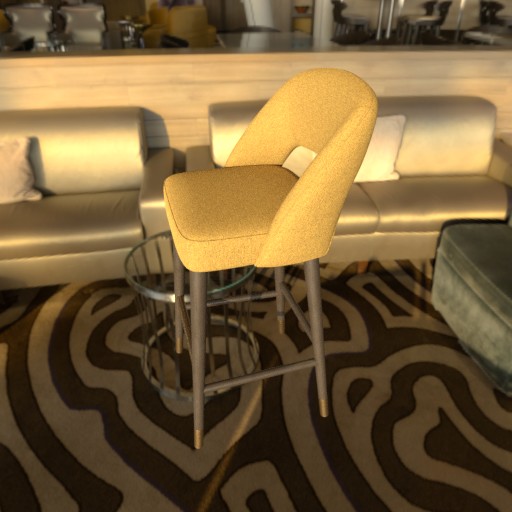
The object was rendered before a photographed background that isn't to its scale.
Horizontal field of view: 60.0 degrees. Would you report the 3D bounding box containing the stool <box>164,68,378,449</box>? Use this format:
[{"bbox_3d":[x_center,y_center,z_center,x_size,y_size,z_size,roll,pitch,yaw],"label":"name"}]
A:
[{"bbox_3d":[0.000,0.000,1.348,0.522,1.032,0.536,-8,32,-14],"label":"stool"}]
